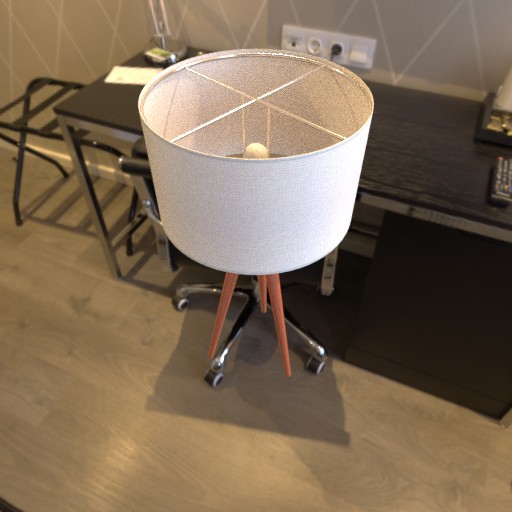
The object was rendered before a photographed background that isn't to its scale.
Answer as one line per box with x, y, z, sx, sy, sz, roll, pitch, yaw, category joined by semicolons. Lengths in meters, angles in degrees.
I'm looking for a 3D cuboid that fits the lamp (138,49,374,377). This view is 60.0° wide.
0.000;0.000;0.931;0.354;0.709;0.355;-4;46;-4;lamp
